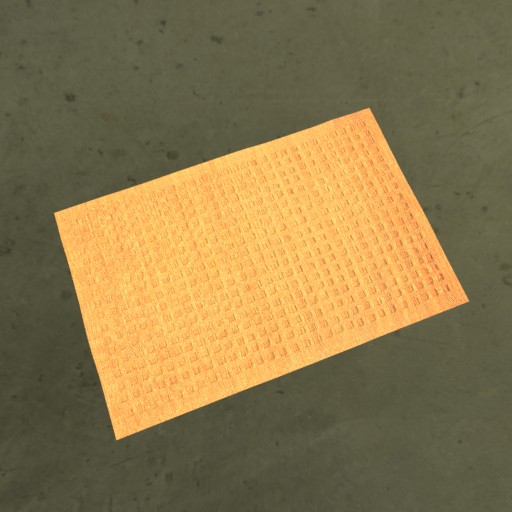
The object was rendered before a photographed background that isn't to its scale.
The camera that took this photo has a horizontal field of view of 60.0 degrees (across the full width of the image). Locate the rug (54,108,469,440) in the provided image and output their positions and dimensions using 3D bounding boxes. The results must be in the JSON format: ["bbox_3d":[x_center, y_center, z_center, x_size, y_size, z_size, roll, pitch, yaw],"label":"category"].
[{"bbox_3d":[0.000,0.000,2.176,1.747,0.006,1.143,-20,75,-6],"label":"rug"}]
